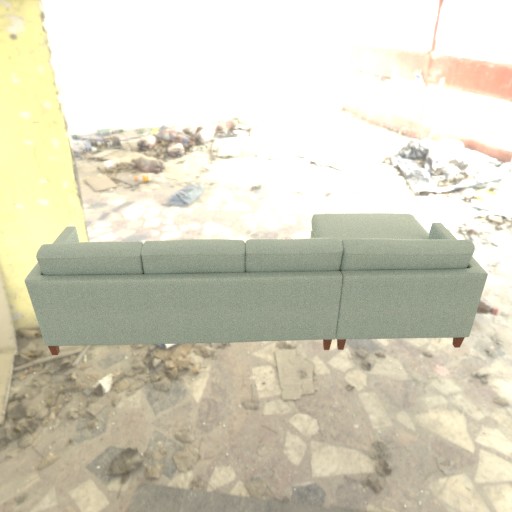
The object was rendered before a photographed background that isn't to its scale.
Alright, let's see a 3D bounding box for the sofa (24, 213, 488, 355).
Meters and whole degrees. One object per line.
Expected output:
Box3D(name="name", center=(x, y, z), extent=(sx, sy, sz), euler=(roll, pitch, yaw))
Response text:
Box3D(name="sofa", center=(0.000, 0.000, 4.081), extent=(3.470, 0.953, 1.600), euler=(-1, 30, -1))
